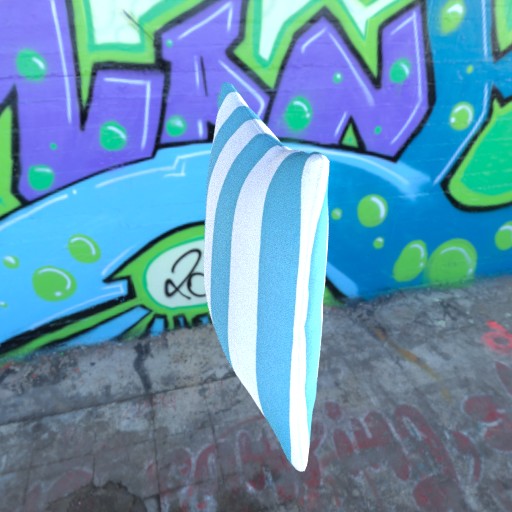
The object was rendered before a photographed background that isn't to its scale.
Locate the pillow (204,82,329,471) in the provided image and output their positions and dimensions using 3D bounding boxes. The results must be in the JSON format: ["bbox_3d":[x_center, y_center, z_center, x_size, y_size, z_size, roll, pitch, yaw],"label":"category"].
[{"bbox_3d":[0.000,0.000,0.815,0.189,0.526,0.536,-8,31,-14],"label":"pillow"}]
